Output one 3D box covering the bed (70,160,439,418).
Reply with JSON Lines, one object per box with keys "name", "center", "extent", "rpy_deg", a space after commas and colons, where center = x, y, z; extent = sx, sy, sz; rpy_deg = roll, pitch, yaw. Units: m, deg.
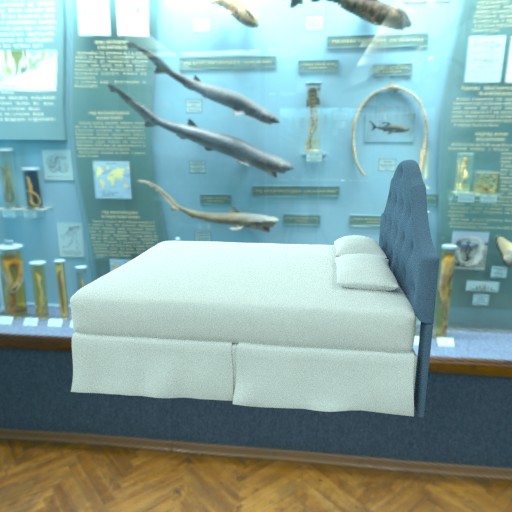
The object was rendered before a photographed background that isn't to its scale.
{"name": "bed", "center": [0.000, 0.000, 3.792], "extent": [2.477, 1.617, 2.039], "rpy_deg": [2, 14, 8]}
